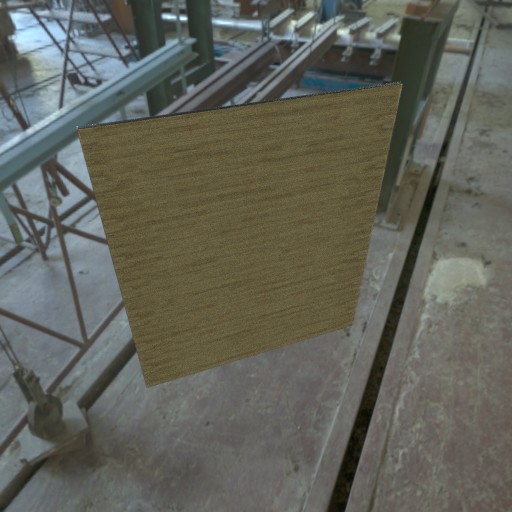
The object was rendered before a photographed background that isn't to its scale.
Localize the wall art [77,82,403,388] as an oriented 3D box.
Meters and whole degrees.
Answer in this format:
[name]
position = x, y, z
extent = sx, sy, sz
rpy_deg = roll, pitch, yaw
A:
[wall art]
position = 0.000, 0.000, 0.801
extent = 0.483, 0.559, 0.009
rpy_deg = -13, 41, -16
